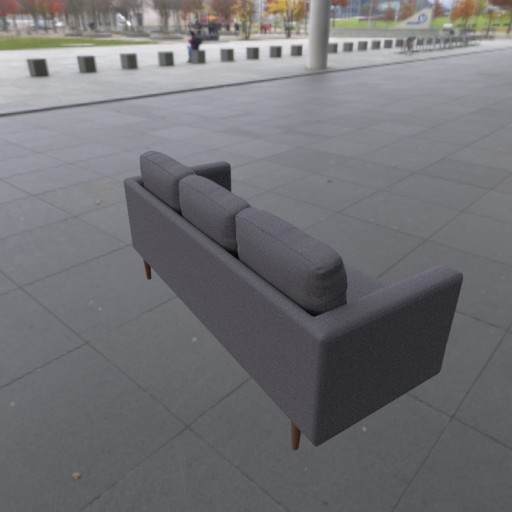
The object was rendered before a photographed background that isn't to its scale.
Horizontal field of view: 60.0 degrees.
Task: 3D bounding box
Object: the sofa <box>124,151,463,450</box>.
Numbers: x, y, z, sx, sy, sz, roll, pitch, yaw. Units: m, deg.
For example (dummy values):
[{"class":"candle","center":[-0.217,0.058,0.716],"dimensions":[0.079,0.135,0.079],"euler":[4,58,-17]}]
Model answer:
[{"class":"sofa","center":[0.000,0.000,2.504],"dimensions":[0.802,0.912,2.029],"euler":[-17,32,-29]}]
